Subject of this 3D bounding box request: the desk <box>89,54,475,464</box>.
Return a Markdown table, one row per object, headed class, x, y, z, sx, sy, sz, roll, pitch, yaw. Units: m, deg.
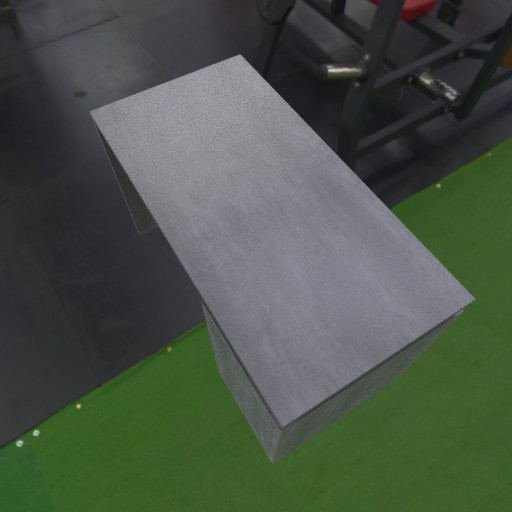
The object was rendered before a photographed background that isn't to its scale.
| class | x | y | z | sx | sy | sz | roll | pitch | yaw |
| --- | --- | --- | --- | --- | --- | --- | --- | --- | --- |
| desk | 0.000 | 0.000 | 1.649 | 0.600 | 0.740 | 1.200 | -28 | 63 | -16 |
